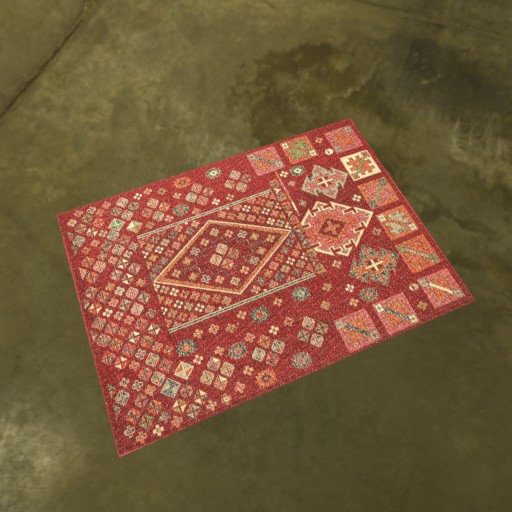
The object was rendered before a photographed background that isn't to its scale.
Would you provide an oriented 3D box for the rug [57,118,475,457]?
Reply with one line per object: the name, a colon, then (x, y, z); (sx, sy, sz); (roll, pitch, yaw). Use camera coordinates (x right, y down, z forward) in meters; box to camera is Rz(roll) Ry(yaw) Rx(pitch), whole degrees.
rug: (0.000, 0.000, 2.784); (2.184, 0.007, 1.579); (-21, 65, -10)
